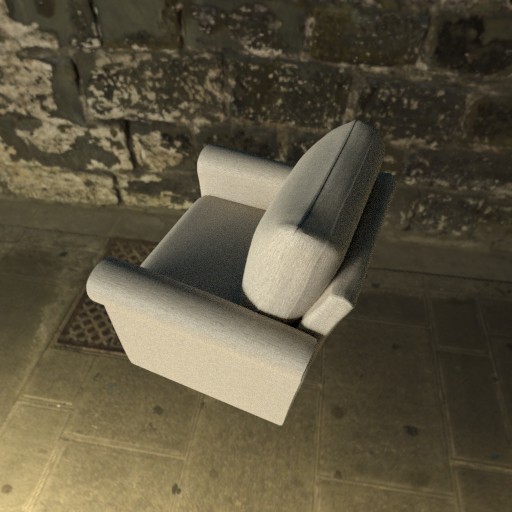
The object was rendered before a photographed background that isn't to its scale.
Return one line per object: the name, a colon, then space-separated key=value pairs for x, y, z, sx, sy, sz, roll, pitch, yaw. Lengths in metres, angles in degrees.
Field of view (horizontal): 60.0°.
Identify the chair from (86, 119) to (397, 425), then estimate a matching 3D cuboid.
chair: x=0.000 y=0.000 z=2.373 sx=1.180 sy=1.349 sz=1.275 roll=17 pitch=49 yaw=16
